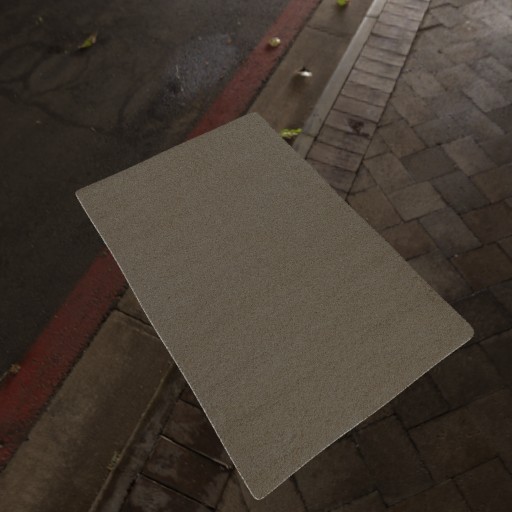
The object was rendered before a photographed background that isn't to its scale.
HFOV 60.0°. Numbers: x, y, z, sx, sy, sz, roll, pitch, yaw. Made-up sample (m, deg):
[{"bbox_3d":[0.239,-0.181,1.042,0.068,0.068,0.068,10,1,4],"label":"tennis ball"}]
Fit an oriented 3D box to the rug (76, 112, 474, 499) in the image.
[{"bbox_3d":[0.000,0.000,3.327,1.798,0.025,2.698,-30,62,-17],"label":"rug"}]
